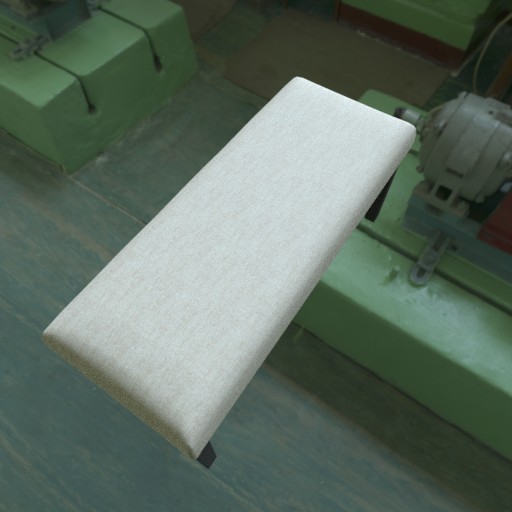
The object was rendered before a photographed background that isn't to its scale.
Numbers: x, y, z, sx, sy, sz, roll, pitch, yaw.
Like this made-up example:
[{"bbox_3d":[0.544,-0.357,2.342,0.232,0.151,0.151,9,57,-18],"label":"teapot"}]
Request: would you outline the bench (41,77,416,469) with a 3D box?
[{"bbox_3d":[0.000,0.000,1.225,0.407,0.456,1.013,30,63,17],"label":"bench"}]
